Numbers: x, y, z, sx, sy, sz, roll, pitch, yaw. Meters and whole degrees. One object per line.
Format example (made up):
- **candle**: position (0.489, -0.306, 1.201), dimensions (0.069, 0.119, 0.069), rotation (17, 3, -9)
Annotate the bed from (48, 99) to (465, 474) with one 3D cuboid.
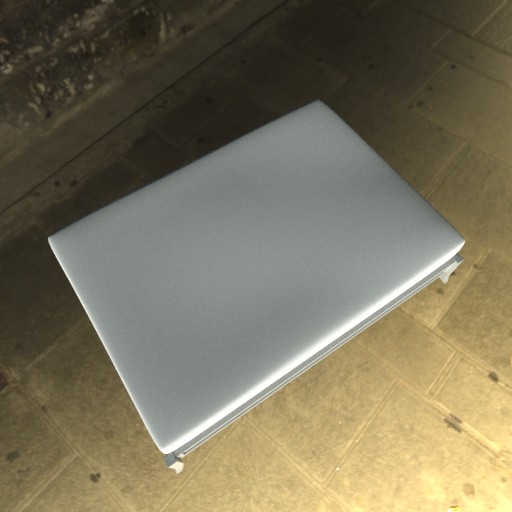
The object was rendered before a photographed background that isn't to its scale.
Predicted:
- **bed**: position (0.000, 0.000, 2.637), dimensions (1.985, 0.510, 1.460), rotation (-31, 67, -15)
